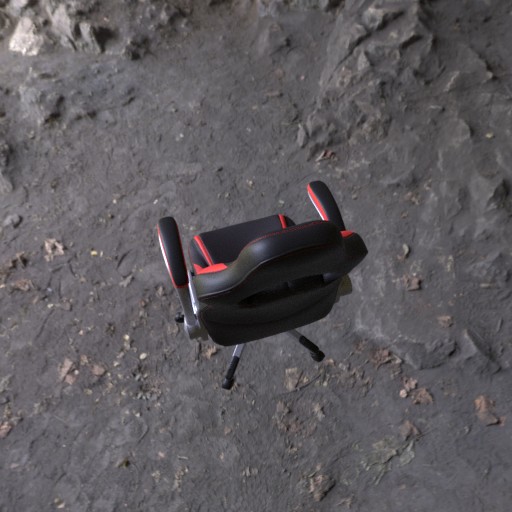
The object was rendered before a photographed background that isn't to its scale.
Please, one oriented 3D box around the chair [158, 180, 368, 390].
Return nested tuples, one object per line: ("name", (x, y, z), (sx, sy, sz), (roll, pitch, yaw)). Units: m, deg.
("chair", (0.000, 0.000, 1.658), (0.758, 1.165, 0.712), (-15, 60, -9))
